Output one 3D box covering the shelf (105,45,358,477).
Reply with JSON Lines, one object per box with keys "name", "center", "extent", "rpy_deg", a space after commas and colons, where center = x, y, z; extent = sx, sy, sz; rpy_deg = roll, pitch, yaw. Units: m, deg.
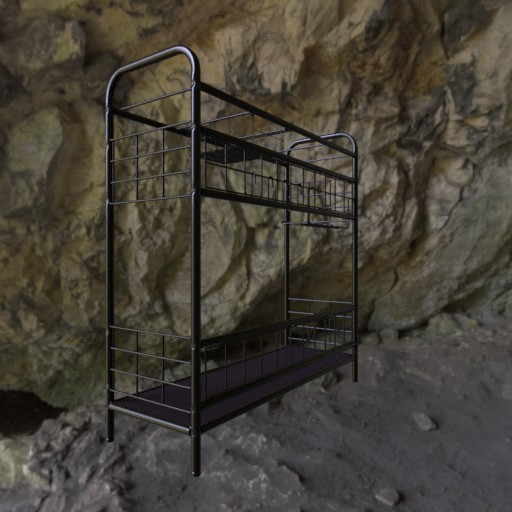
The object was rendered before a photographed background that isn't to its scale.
{"name": "shelf", "center": [0.000, 0.000, 1.515], "extent": [0.350, 1.026, 0.961], "rpy_deg": [0, 0, 36]}
